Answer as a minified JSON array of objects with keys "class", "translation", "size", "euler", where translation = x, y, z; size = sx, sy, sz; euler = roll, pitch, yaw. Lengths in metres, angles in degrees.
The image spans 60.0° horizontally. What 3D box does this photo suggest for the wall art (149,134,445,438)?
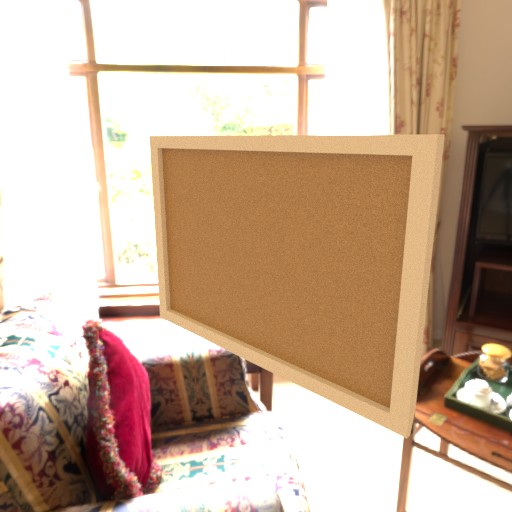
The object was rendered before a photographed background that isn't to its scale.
[{"class":"wall art","translation":[0.000,0.000,1.459],"size":[1.144,0.767,0.038],"euler":[14,21,43]}]
